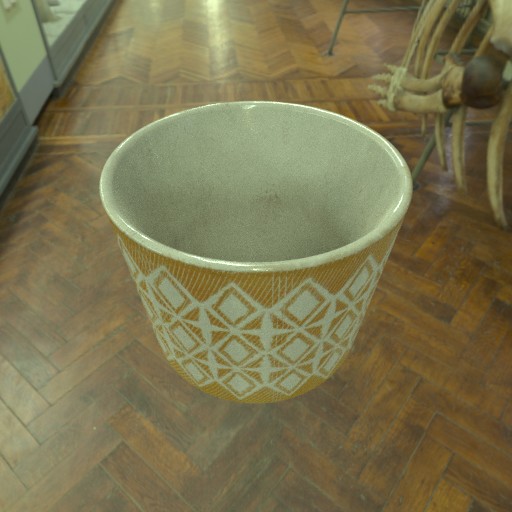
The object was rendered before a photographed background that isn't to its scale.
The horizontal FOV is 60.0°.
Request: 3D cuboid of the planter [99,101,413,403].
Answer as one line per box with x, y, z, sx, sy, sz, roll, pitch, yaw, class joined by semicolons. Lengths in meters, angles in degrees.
0.000;0.000;0.219;0.126;0.104;0.126;0;42;0;planter
